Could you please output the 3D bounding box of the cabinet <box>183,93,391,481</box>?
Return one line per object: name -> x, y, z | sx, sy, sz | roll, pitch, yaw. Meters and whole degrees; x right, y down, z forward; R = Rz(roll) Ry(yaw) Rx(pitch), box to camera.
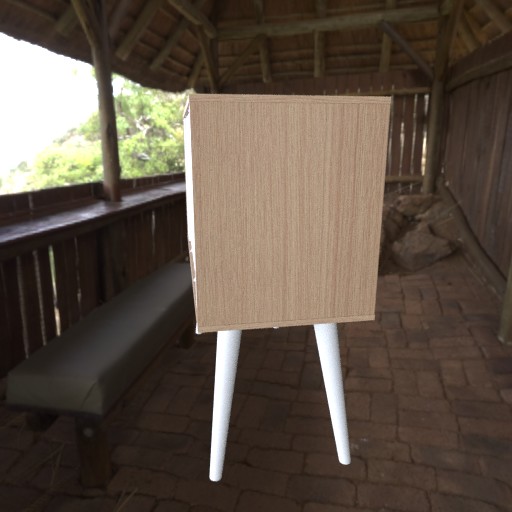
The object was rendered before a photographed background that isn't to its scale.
cabinet -> 0.000, 0.000, 1.611 | 0.470, 1.016, 1.057 | -3, 15, -9
